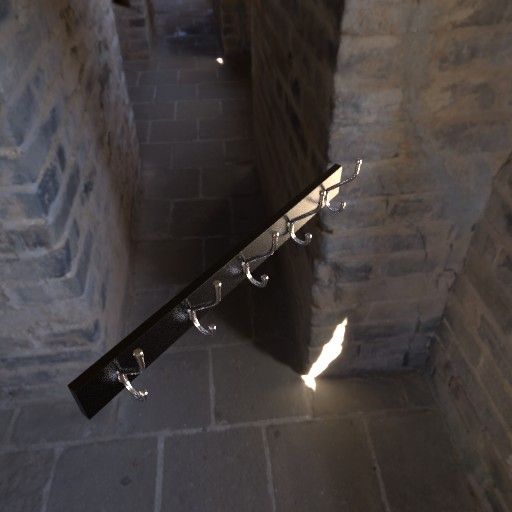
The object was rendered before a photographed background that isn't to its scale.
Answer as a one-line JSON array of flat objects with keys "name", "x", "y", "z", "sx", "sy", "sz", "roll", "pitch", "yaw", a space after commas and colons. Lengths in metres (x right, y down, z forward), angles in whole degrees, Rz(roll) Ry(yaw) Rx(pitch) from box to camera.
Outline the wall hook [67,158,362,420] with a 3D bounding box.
[{"name": "wall hook", "x": 0.000, "y": 0.000, "z": 0.625, "sx": 0.071, "sy": 0.117, "sz": 0.571, "roll": 27, "pitch": 49, "yaw": 27}]
